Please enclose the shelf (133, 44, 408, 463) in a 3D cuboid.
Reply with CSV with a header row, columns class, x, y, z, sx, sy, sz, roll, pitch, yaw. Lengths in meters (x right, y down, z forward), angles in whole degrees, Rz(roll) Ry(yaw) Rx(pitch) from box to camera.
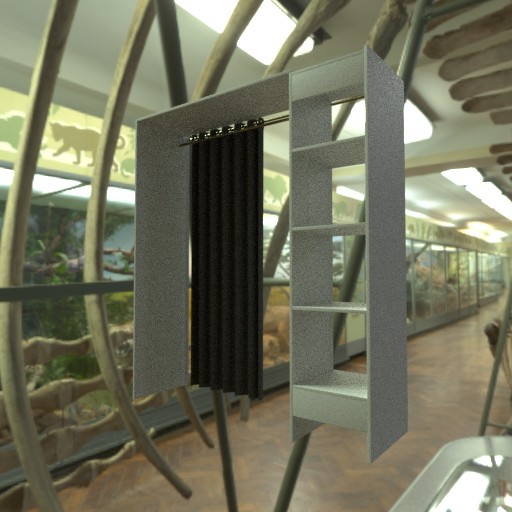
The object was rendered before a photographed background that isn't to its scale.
class,x,y,z,sx,sy,sz,roll,pitch,yaw
shelf,0.000,0.000,2.590,1.600,1.810,0.500,-2,-3,37
